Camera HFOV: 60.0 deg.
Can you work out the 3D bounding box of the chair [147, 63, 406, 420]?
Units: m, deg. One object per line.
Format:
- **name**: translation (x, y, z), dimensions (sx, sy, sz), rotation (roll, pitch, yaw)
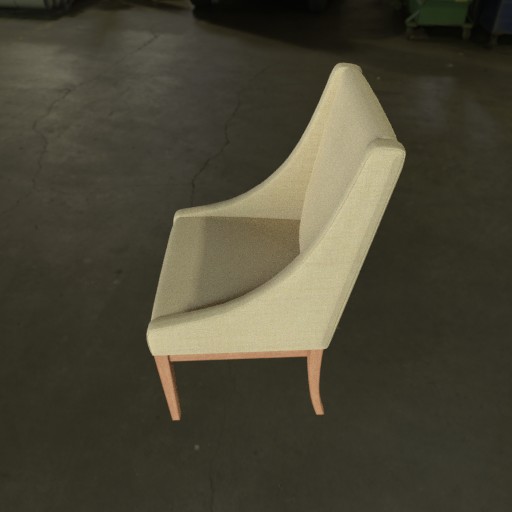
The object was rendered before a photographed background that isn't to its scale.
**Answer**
- **chair**: translation (0.000, 0.000, 1.402), dimensions (0.611, 1.021, 0.575), rotation (0, 41, 0)
